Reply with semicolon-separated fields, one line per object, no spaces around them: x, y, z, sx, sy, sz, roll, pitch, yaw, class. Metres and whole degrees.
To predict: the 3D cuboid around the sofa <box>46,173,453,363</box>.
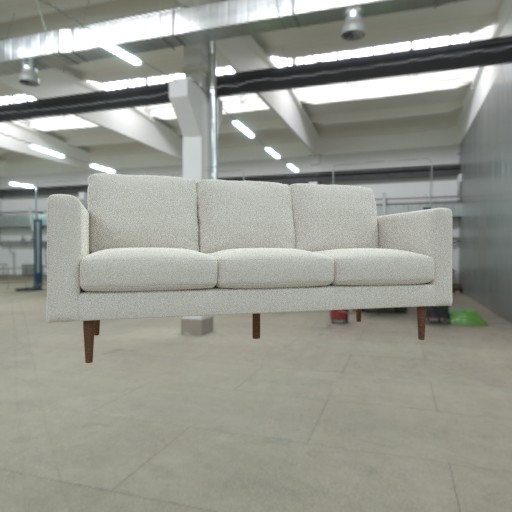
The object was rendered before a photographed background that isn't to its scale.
0.000;0.000;2.460;2.029;0.912;0.802;0;0;-17;sofa
